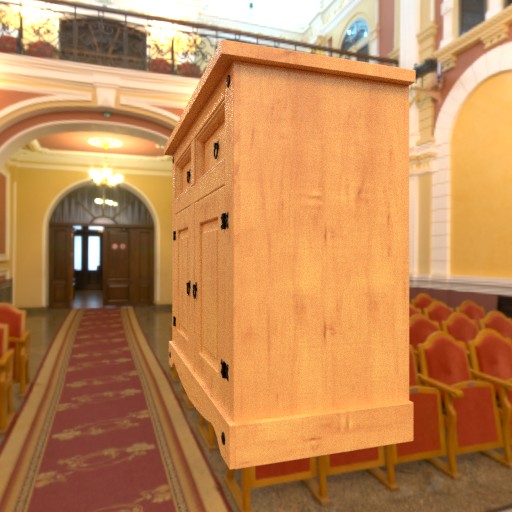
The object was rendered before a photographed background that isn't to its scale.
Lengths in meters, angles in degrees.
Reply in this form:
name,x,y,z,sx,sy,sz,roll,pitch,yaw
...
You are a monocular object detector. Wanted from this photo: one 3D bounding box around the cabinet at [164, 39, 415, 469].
name,x,y,z,sx,sy,sz,roll,pitch,yaw
cabinet,0.000,0.000,1.365,0.450,0.840,0.920,0,0,-19
